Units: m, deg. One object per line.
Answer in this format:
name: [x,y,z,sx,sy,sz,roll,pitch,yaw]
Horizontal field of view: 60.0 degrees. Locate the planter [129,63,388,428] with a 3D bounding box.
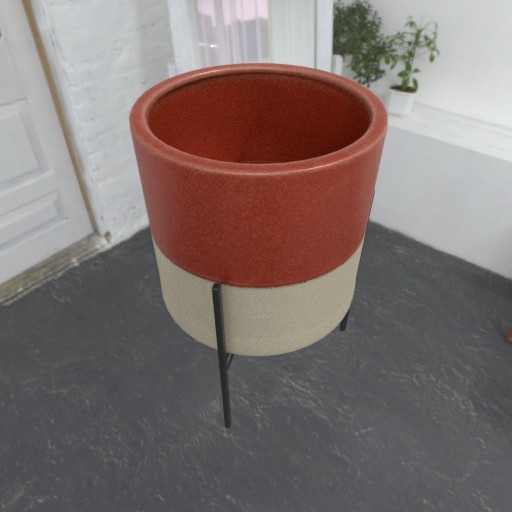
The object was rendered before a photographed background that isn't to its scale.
planter: [0.000,0.000,0.516,0.235,0.354,0.251,12,43,13]
